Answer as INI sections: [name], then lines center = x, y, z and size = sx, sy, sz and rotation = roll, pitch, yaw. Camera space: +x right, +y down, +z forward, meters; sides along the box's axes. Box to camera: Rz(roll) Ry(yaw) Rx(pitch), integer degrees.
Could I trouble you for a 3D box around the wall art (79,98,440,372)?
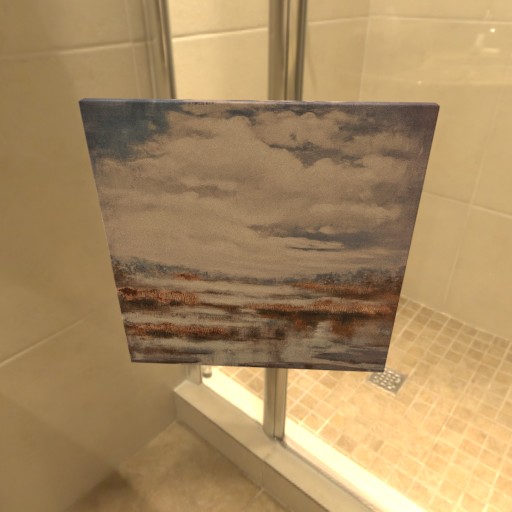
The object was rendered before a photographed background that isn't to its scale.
[wall art]
center = 0.000, 0.000, 1.333
size = 0.888, 0.897, 0.035
rotation = 2, 32, 3
